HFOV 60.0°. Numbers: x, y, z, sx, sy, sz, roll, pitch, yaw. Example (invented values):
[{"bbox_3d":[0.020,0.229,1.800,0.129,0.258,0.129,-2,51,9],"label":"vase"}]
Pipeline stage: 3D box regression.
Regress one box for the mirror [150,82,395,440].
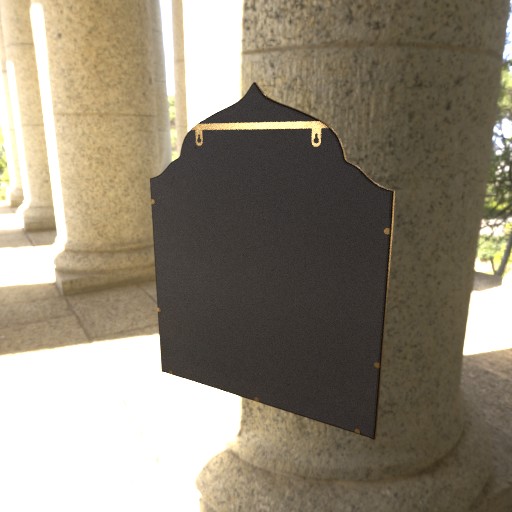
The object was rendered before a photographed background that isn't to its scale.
[{"bbox_3d":[0.000,0.000,0.865,0.513,0.635,0.018,8,17,28],"label":"mirror"}]
